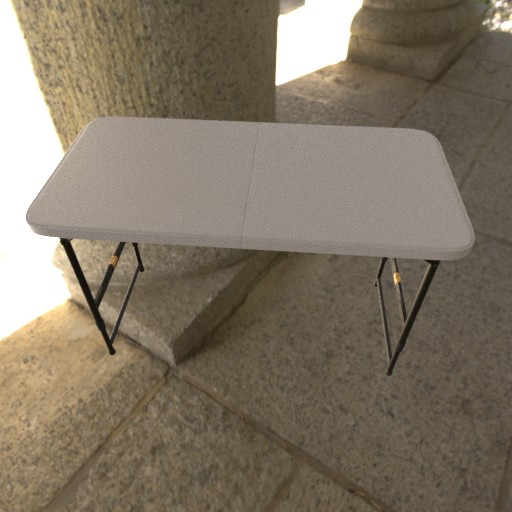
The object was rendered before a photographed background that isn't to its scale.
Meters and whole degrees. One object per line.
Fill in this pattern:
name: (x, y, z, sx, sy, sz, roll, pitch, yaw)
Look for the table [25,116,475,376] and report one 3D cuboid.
table: (0.000, 0.000, 1.618, 1.245, 0.737, 0.611, 3, 46, 3)
